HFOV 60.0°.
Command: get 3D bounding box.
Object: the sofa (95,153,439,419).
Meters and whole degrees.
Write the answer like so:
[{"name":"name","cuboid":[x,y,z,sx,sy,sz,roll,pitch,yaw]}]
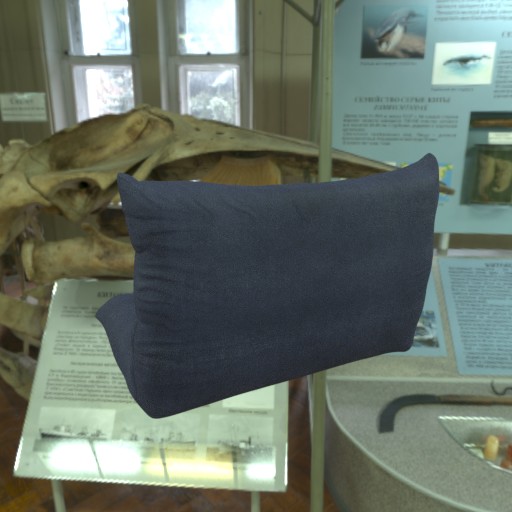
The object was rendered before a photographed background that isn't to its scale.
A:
[{"name":"sofa","cuboid":[0.000,0.000,1.713,1.122,0.778,0.849,-8,17,-26]}]
